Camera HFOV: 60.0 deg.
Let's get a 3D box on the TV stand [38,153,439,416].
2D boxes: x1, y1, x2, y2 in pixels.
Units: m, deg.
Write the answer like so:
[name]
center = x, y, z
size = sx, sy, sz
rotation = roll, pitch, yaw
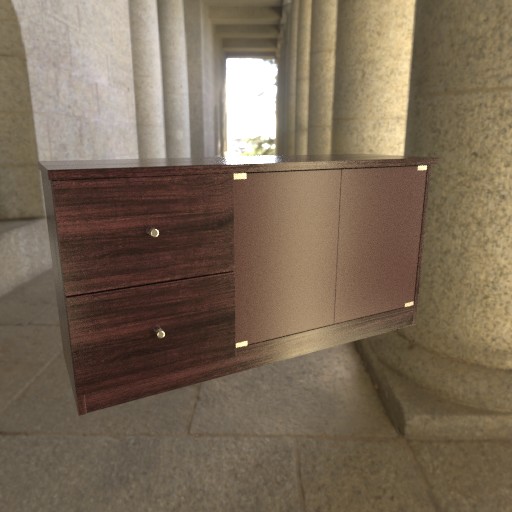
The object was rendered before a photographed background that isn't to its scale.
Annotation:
[TV stand]
center = 0.000, 0.000, 1.440
size = 1.192, 0.614, 0.404
rotation = -8, 17, -27
